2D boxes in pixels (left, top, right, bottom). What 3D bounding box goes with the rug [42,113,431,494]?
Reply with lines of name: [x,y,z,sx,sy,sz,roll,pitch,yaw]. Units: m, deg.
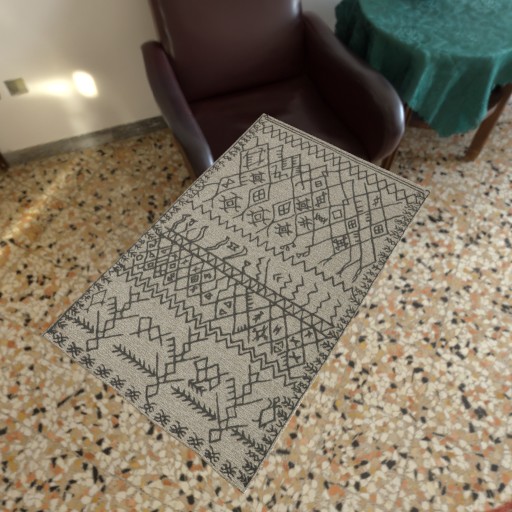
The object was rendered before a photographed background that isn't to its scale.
rug: [0.000,0.000,4.744,2.393,0.019,3.824,30,63,17]
